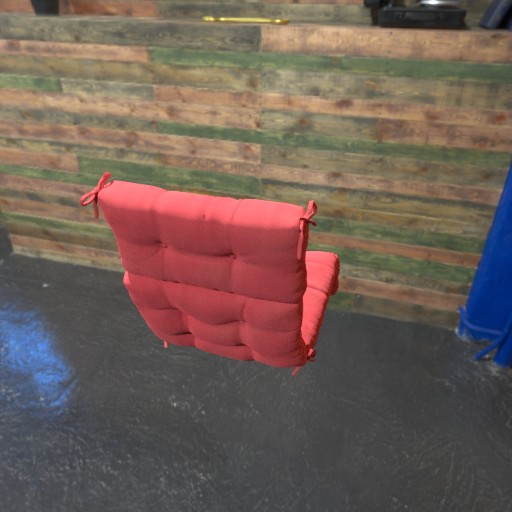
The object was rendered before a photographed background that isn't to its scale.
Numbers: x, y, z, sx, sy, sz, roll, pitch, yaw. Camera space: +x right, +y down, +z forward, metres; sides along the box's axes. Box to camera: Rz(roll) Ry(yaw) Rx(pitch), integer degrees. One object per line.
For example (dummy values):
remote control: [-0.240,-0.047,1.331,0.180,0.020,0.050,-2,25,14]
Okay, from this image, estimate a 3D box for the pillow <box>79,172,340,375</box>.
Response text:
pillow: [0.000,0.000,1.516,0.526,0.863,1.016,9,33,15]
